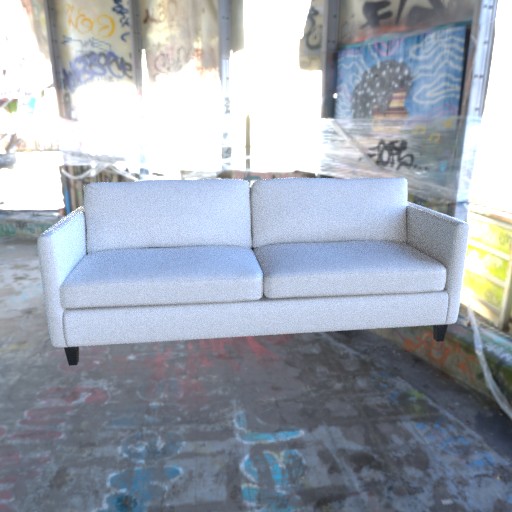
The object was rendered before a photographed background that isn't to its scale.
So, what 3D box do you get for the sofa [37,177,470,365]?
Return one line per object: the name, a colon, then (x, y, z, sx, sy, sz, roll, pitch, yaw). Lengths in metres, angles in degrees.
sofa: (0.000, 0.000, 2.929, 2.434, 0.965, 0.948, -2, 16, -7)
